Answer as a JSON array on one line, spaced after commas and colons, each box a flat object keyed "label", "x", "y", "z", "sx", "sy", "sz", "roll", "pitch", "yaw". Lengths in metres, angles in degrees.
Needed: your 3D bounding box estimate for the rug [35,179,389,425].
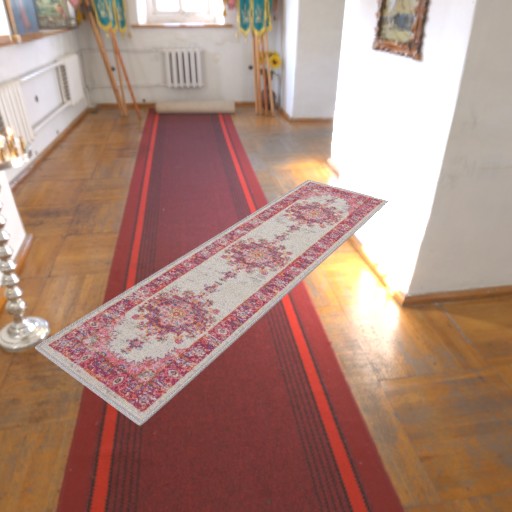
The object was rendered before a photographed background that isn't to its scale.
[{"label": "rug", "x": 0.000, "y": 0.000, "z": 2.501, "sx": 0.666, "sy": 0.011, "sz": 2.294, "roll": 21, "pitch": 38, "yaw": 30}]
